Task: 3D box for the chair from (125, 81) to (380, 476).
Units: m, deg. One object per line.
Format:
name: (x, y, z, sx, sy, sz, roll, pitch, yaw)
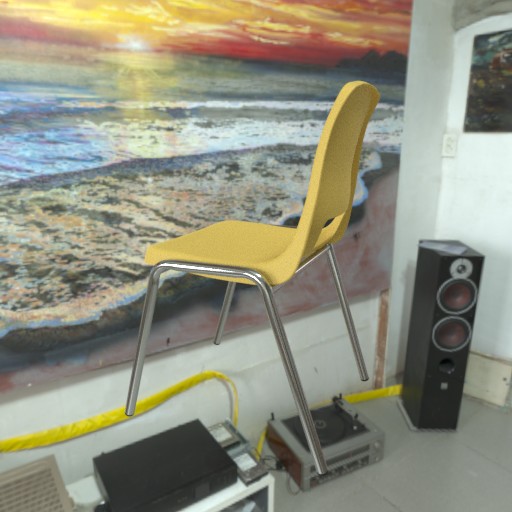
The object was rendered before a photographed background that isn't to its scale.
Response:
chair: (0.000, 0.000, 0.917, 0.436, 0.653, 0.381, 7, 17, 25)
